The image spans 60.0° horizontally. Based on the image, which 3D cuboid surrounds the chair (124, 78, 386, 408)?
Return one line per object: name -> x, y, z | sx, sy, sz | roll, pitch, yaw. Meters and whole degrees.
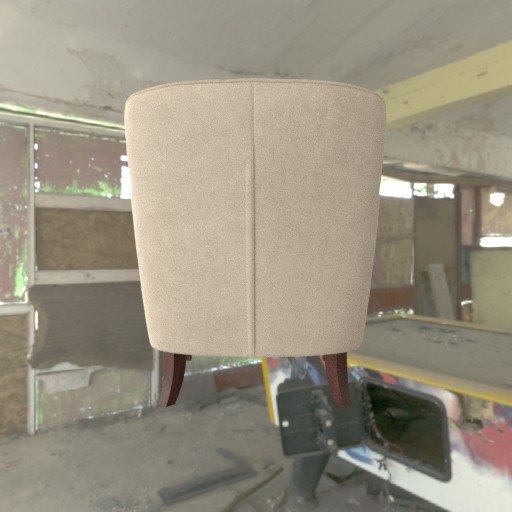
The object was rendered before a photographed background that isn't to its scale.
chair -> 0.000, 0.000, 1.572 | 0.781, 0.920, 0.910 | 0, 0, 1
